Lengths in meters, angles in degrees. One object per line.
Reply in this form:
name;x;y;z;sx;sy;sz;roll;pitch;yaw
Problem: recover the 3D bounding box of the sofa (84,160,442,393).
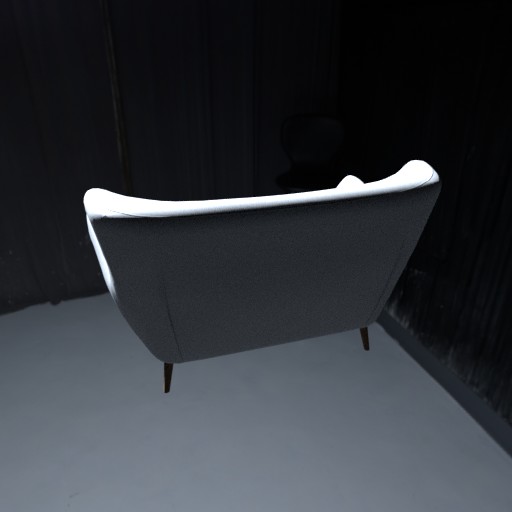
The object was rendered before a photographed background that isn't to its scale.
sofa;0.000;0.000;2.004;1.424;0.878;0.921;-8;28;-15
